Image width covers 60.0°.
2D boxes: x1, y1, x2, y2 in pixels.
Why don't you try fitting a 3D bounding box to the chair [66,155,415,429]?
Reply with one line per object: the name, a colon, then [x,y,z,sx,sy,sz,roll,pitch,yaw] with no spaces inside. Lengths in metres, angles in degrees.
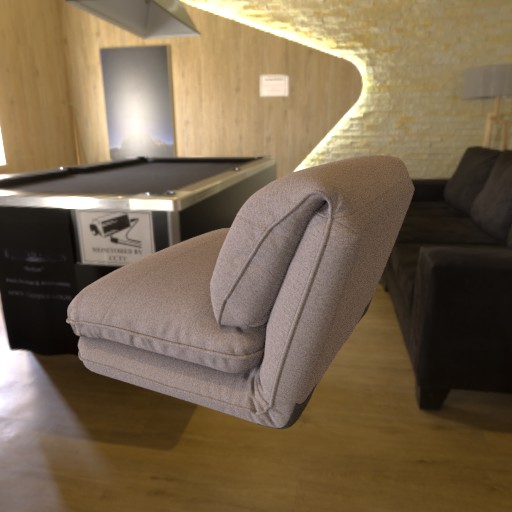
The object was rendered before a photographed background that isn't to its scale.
chair: [0.000,0.000,1.331,0.780,0.580,0.820,8,18,25]
